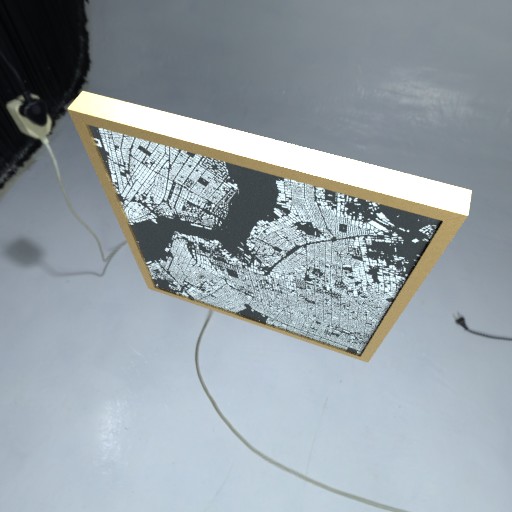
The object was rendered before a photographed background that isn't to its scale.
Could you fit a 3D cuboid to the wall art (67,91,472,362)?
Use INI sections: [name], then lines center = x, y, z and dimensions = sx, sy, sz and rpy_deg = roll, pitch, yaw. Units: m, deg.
[wall art]
center = 0.000, 0.000, 1.913
dimensions = 1.284, 1.284, 0.095
rpy_deg = 17, 60, 10
